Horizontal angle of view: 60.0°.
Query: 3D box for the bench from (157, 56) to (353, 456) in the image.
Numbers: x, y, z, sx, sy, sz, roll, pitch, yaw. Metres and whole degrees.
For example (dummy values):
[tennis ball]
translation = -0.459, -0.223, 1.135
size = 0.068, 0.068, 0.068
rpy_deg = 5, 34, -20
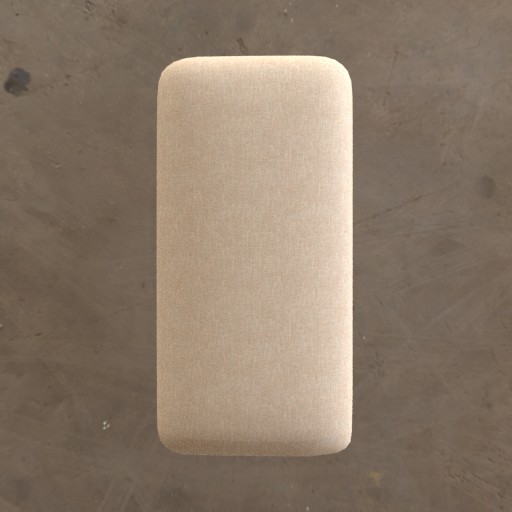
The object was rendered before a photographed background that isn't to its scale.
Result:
[bench]
translation = 0.000, 0.000, 1.246
size = 0.483, 0.483, 0.991
rpy_deg = 0, 90, 1
